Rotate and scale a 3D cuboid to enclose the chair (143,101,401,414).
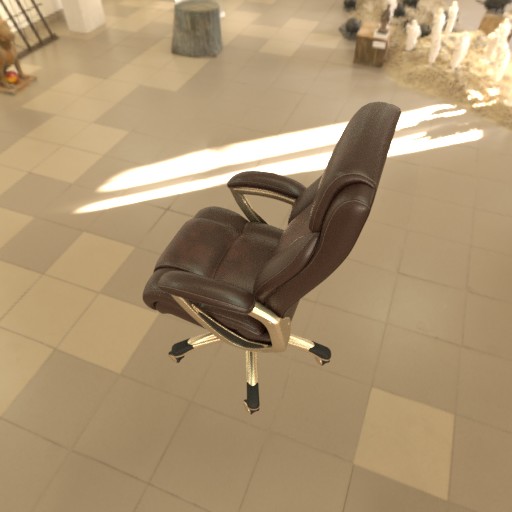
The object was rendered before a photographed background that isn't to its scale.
[{"bbox_3d":[0.000,0.000,1.644,0.749,1.194,0.692,15,48,14],"label":"chair"}]
